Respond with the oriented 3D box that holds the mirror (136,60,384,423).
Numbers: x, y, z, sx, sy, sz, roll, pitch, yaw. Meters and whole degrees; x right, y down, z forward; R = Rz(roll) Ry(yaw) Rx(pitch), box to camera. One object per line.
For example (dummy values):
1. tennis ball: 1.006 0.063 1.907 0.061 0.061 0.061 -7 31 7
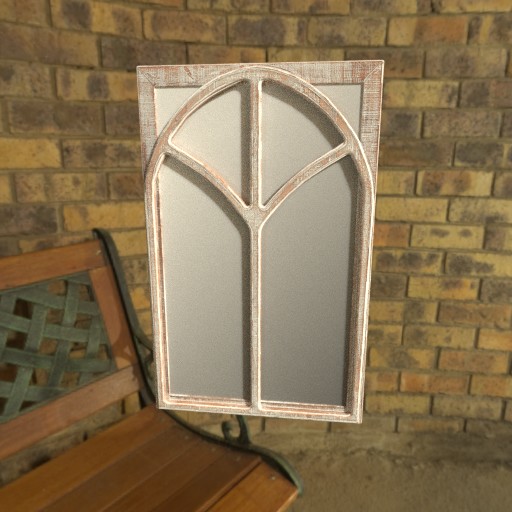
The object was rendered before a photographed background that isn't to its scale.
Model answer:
1. mirror: 0.000 0.000 0.971 0.495 0.787 0.058 2 13 7
